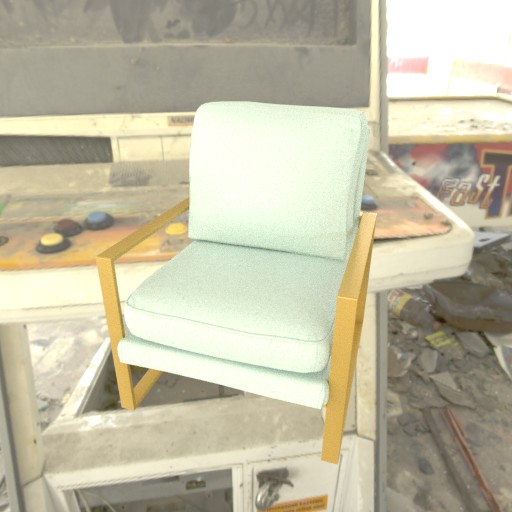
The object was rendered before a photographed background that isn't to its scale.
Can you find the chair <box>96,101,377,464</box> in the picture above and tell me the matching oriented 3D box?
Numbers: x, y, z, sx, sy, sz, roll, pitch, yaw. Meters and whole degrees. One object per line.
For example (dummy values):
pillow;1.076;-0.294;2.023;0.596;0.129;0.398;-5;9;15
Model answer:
chair;0.000;0.000;1.547;0.758;0.956;0.813;8;28;16
